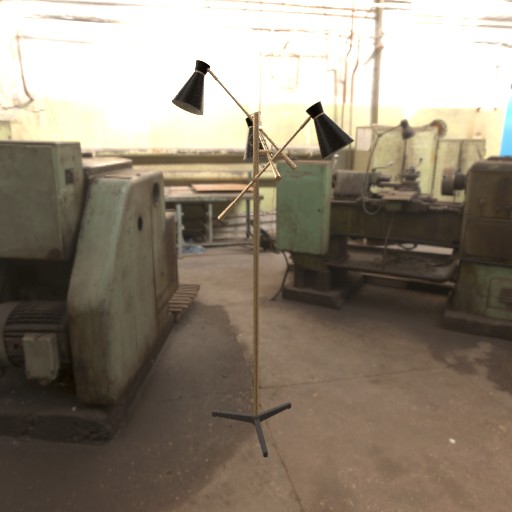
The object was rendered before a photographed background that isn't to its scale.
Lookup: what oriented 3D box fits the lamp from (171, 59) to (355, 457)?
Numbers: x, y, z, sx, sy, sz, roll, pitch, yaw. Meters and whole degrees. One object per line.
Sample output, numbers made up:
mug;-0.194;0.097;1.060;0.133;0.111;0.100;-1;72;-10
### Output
lamp;0.000;0.000;2.180;0.750;1.804;0.653;-3;15;-10
